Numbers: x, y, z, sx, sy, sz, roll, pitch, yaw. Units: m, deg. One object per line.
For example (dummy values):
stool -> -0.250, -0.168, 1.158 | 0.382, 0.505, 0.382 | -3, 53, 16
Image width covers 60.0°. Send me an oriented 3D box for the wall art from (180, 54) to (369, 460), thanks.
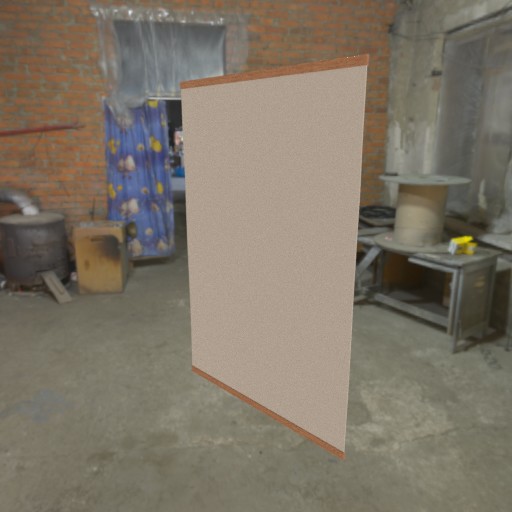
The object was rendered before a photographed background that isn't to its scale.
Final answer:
wall art -> 0.000, 0.000, 1.959 | 0.019, 1.527, 1.019 | -14, 20, -43
